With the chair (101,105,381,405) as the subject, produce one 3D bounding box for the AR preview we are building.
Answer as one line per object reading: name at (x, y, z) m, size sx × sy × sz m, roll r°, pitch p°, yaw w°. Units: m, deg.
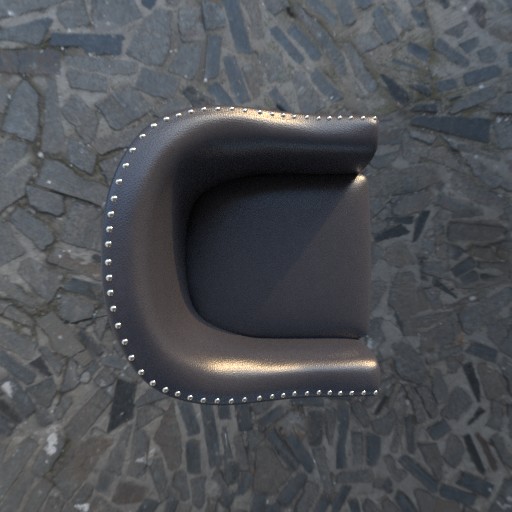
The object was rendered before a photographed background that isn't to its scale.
chair at (0.000, 0.000, 1.443) m, size 0.748 × 0.823 × 0.794 m, roll 0°, pitch 89°, yaw -1°
